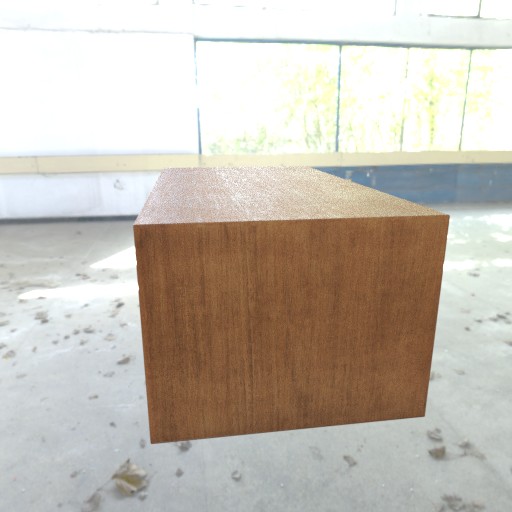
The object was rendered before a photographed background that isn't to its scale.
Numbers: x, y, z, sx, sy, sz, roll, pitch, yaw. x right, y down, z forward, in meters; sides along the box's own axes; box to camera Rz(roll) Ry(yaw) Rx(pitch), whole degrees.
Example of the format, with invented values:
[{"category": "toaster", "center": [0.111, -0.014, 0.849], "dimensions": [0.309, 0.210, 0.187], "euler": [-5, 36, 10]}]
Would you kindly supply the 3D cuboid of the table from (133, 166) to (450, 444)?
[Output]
[{"category": "table", "center": [0.000, 0.000, 1.281], "dimensions": [0.549, 0.419, 1.000], "euler": [-2, 17, -8]}]
